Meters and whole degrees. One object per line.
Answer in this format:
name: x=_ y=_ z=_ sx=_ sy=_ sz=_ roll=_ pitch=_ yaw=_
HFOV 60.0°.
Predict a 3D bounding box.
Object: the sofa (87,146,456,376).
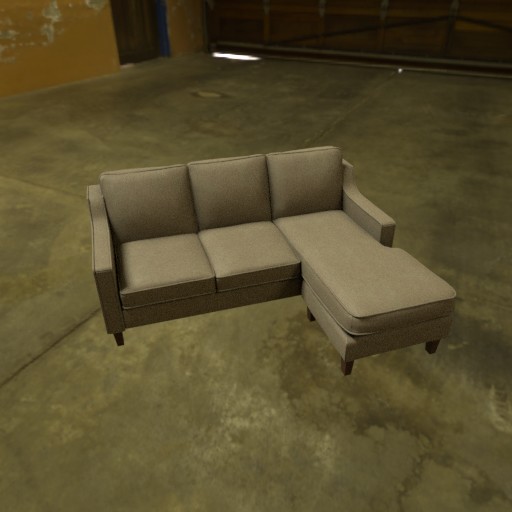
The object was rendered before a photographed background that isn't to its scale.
sofa: x=0.000 y=0.000 z=3.363 sx=2.317 sy=1.081 sz=1.858 roll=-9 pitch=33 yaw=-15
